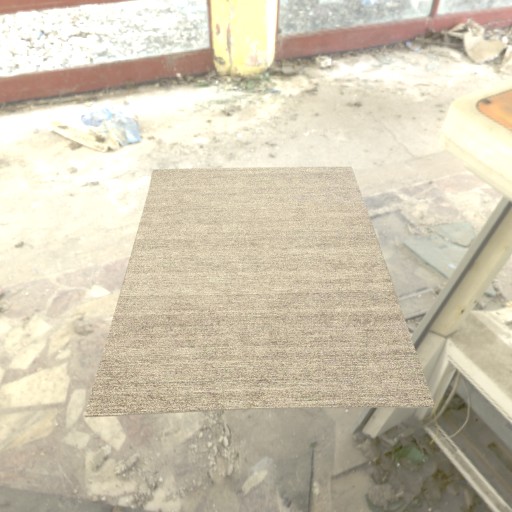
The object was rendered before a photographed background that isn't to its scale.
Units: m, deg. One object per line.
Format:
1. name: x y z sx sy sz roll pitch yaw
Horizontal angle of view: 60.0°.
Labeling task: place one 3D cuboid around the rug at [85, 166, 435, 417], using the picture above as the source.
1. rug: 0.000 0.000 4.232 2.434 0.045 3.202 -1 43 -1
